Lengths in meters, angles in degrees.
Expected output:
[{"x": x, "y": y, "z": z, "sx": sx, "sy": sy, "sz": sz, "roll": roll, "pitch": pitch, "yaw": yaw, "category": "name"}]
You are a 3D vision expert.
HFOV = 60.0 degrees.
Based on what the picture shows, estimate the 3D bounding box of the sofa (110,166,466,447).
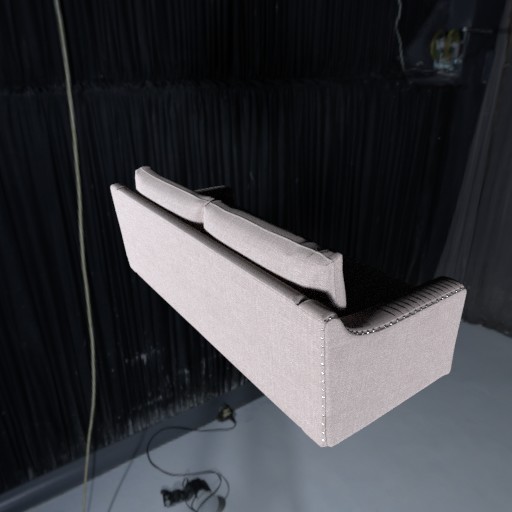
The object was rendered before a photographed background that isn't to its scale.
[{"x": 0.000, "y": 0.000, "z": 2.730, "sx": 1.000, "sy": 0.857, "sz": 2.208, "roll": -17, "pitch": 29, "yaw": -32, "category": "sofa"}]
